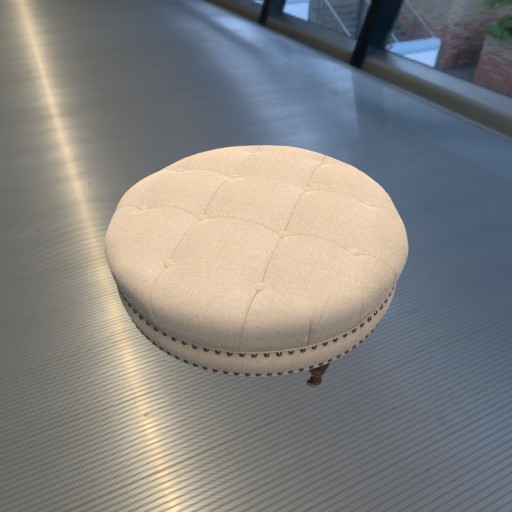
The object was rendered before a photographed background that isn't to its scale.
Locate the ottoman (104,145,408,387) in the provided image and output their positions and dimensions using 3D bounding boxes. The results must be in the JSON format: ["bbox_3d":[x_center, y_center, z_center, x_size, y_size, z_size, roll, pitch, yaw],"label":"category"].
[{"bbox_3d":[0.000,0.000,1.498,0.940,0.483,0.940,0,39,0],"label":"ottoman"}]
